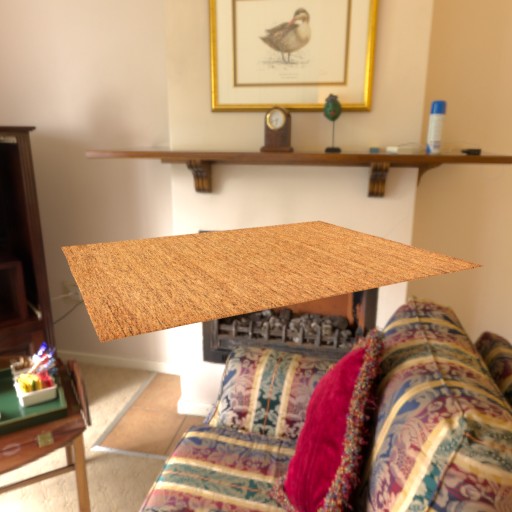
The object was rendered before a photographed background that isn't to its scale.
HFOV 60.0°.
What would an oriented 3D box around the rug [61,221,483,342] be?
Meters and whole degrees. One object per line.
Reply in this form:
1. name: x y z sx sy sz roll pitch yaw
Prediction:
1. rug: 0.000 0.000 4.188 3.200 0.012 2.438 -8 17 -27
